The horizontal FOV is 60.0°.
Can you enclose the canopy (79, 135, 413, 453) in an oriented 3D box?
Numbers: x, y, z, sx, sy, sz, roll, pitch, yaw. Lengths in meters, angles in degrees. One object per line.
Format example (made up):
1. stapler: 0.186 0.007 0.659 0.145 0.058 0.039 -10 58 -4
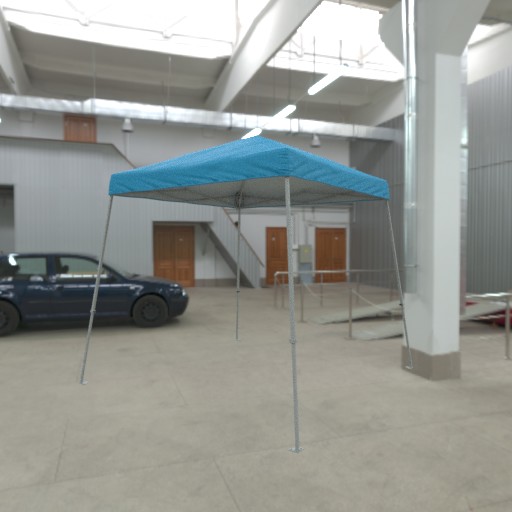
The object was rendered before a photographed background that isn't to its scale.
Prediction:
1. canopy: 0.000 0.000 5.264 2.849 2.850 2.850 1 2 36
